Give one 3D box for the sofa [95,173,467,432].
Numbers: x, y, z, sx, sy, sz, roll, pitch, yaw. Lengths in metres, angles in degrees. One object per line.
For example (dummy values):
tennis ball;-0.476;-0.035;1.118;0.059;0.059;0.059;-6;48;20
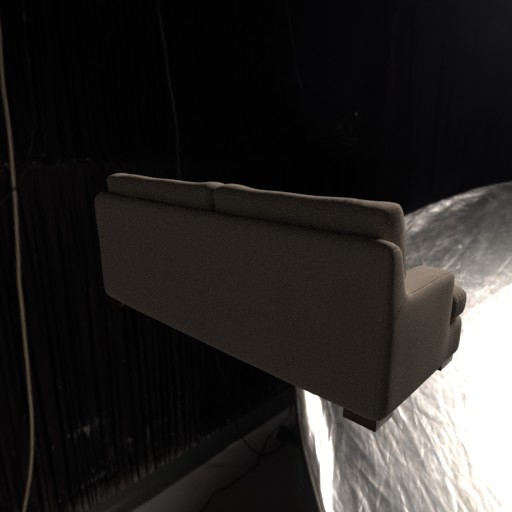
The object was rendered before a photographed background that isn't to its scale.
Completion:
sofa;0.000;0.000;2.848;2.354;0.980;0.962;14;21;42
